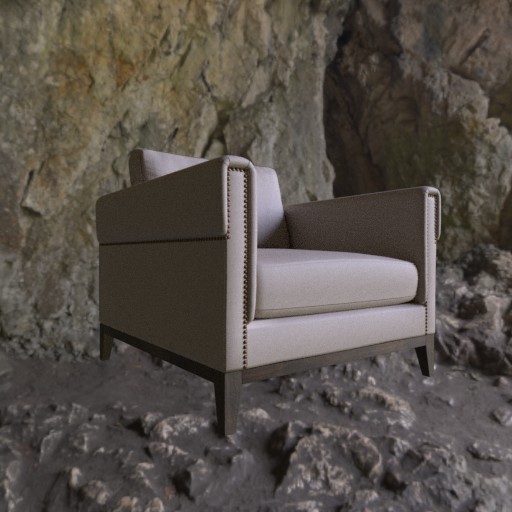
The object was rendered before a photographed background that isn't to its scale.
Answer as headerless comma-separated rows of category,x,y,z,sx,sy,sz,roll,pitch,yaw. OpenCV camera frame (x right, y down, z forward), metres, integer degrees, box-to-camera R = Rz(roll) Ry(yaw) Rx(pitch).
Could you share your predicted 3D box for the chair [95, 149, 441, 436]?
chair,0.000,0.000,1.662,0.914,0.838,0.959,0,0,-36
